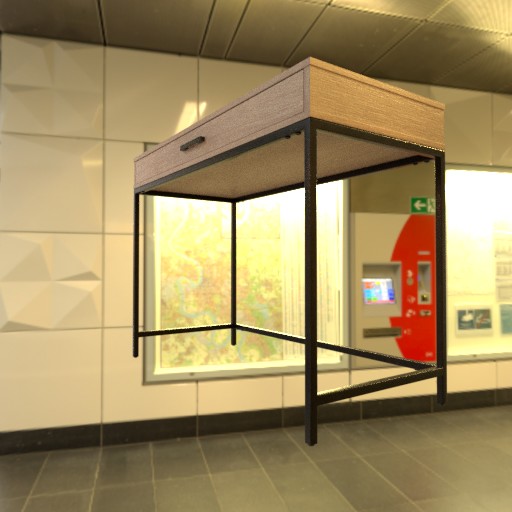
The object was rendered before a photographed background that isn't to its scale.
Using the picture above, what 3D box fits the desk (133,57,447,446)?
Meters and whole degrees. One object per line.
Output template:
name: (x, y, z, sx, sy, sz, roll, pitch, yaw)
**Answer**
desk: (0.000, 0.000, 1.407, 0.470, 0.762, 1.016, 1, -1, -35)
